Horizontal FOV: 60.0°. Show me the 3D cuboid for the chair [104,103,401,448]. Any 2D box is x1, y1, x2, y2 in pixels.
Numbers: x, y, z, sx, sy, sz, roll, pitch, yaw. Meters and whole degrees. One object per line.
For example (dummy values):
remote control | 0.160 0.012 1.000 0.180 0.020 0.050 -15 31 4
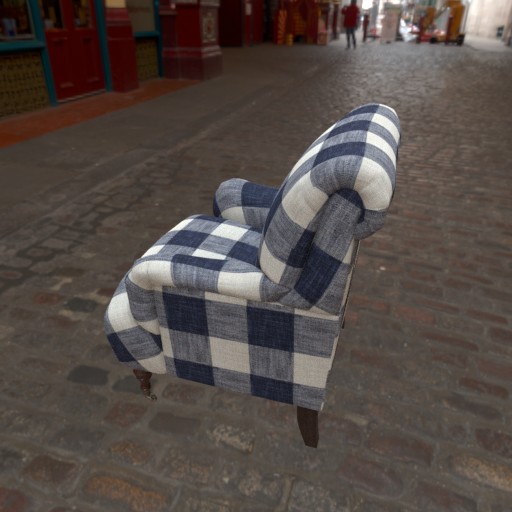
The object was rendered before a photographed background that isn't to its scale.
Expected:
chair | 0.000 0.000 1.558 0.848 0.953 0.781 9 30 15
